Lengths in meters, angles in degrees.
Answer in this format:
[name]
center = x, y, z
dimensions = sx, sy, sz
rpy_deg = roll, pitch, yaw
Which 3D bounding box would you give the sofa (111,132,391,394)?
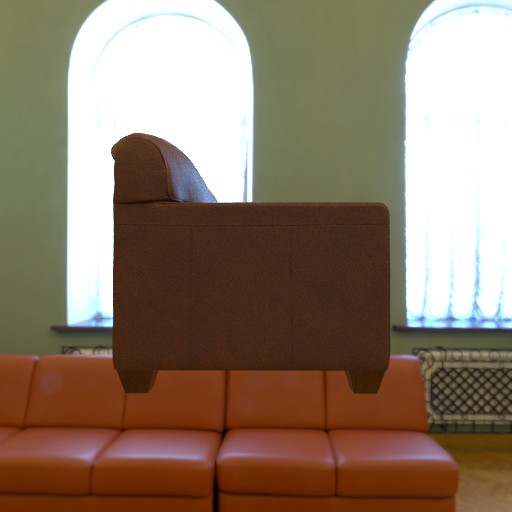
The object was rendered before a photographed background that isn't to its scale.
[sofa]
center = 0.000, 0.000, 2.417
dimensions = 1.000, 0.966, 1.856
rpy_deg = 0, -1, 1
